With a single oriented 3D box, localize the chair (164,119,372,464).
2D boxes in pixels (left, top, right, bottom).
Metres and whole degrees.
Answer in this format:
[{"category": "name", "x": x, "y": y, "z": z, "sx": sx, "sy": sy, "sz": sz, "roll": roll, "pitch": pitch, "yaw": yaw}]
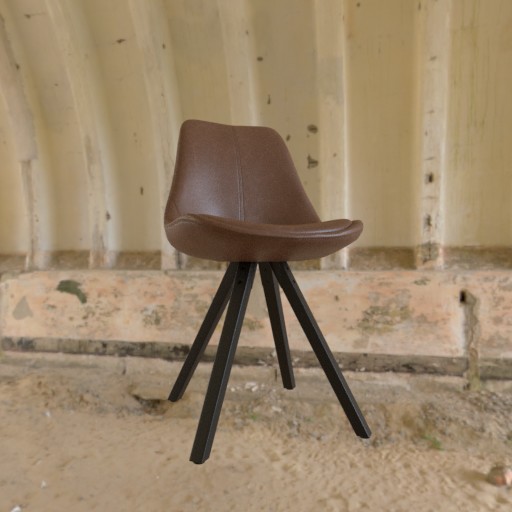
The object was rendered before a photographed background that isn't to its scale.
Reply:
[{"category": "chair", "x": 0.000, "y": 0.000, "z": 1.177, "sx": 0.475, "sy": 0.850, "sz": 0.550, "roll": 0, "pitch": 0, "yaw": -19}]
